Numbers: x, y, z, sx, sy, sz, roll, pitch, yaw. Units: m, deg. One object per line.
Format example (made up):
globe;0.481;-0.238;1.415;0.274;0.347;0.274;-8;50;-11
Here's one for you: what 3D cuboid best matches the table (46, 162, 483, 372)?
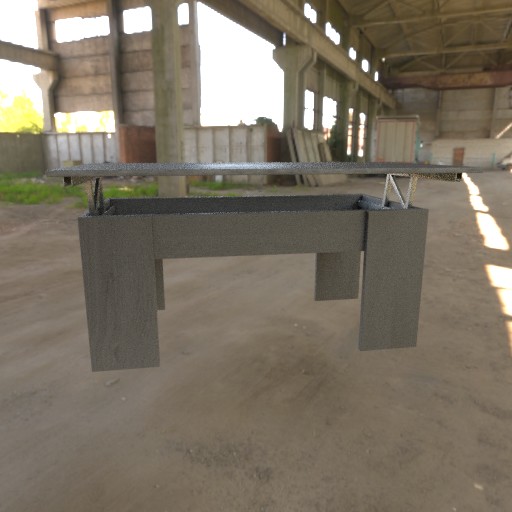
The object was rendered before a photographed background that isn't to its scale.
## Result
table;0.000;0.000;1.400;1.000;0.570;0.711;-2;14;-9
